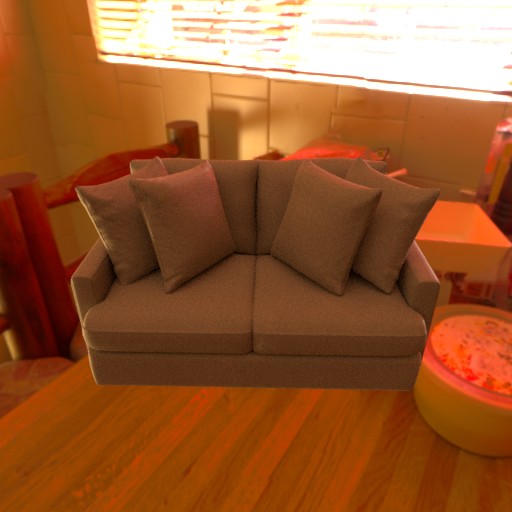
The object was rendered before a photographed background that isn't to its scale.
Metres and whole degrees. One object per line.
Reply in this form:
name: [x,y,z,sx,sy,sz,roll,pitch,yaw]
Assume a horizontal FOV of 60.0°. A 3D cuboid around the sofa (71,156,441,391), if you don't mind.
sofa: [0.000,0.000,2.649,1.869,1.080,1.228,1,30,1]
